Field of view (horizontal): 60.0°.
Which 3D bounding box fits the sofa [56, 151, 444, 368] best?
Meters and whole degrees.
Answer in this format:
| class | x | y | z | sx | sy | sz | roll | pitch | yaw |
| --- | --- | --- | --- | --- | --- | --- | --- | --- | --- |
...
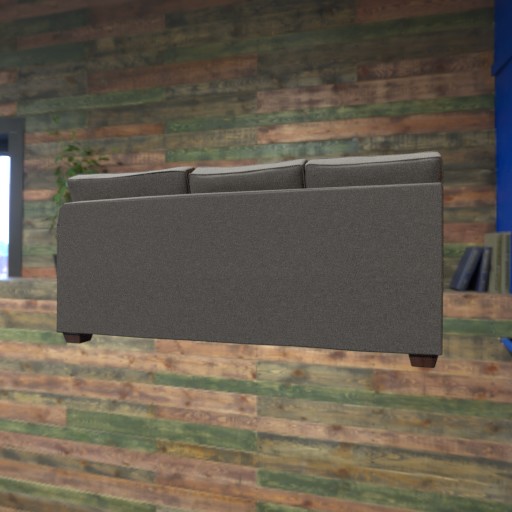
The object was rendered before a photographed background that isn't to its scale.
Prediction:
| class | x | y | z | sx | sy | sz | roll | pitch | yaw |
| --- | --- | --- | --- | --- | --- | --- | --- | --- | --- |
| sofa | 0.000 | 0.000 | 2.582 | 1.963 | 0.946 | 1.034 | 0 | 0 | 17 |
